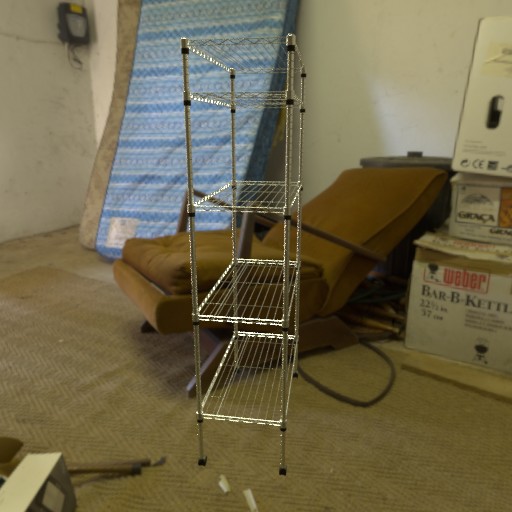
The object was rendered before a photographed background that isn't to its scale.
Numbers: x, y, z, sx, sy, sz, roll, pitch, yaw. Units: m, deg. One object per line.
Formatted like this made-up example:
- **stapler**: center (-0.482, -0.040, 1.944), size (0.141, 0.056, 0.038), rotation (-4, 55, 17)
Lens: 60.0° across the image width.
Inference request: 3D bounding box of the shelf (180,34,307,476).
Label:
- **shelf**: center (0.000, 0.000, 1.905), size (0.356, 1.587, 0.762), rotation (2, 16, 9)
